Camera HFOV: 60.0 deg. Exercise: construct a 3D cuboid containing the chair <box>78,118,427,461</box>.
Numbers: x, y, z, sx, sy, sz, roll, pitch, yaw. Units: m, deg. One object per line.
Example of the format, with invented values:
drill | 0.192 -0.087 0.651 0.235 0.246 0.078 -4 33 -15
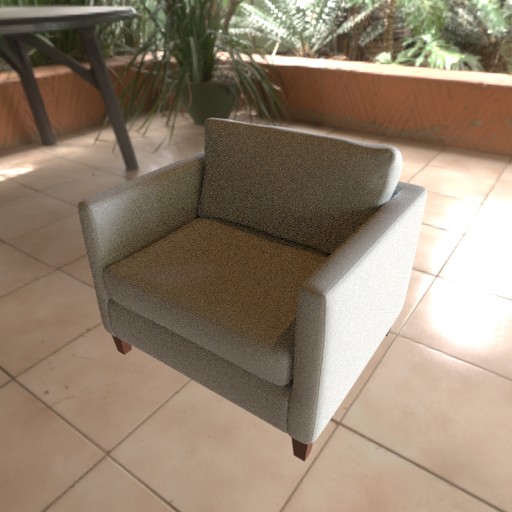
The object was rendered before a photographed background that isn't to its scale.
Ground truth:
chair | 0.000 0.000 1.888 1.107 0.961 0.953 20 36 29
